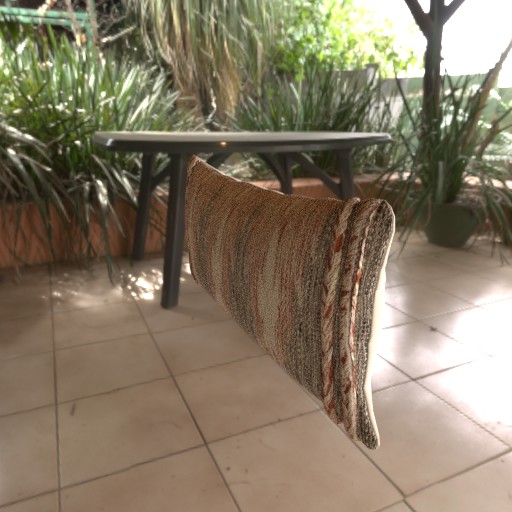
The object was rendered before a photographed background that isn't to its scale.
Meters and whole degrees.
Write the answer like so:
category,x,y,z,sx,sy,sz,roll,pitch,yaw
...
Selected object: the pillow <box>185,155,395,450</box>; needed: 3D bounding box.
category,x,y,z,sx,sy,sz,roll,pitch,yaw
pillow,0.000,0.000,0.722,0.139,0.282,0.635,-8,19,-24
